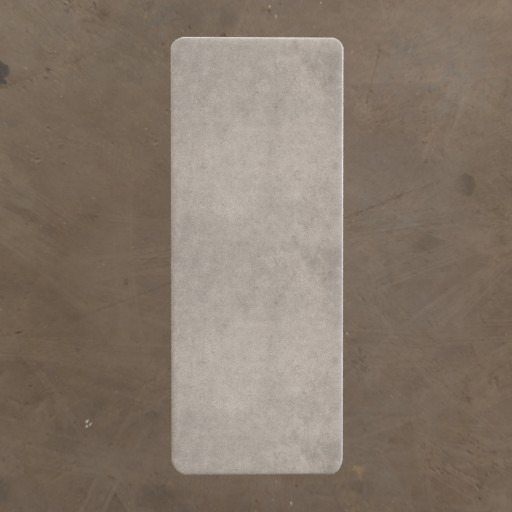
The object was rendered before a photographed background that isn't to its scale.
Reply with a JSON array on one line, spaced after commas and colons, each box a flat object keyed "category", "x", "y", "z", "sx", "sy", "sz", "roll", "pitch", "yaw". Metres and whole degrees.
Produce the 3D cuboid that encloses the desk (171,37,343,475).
[{"category": "desk", "x": 0.000, "y": 0.000, "z": 1.792, "sx": 0.550, "sy": 0.755, "sz": 1.400, "roll": 0, "pitch": 91, "yaw": -1}]
